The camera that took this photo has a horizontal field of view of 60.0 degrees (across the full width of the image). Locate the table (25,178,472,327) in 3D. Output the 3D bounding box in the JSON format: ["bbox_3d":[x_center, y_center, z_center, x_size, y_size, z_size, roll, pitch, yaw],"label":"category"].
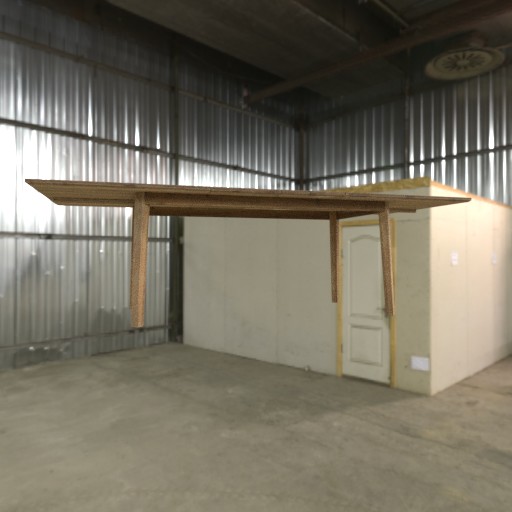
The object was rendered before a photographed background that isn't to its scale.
[{"bbox_3d":[0.000,0.000,2.970,2.603,0.752,1.000,0,0,-17],"label":"table"}]
